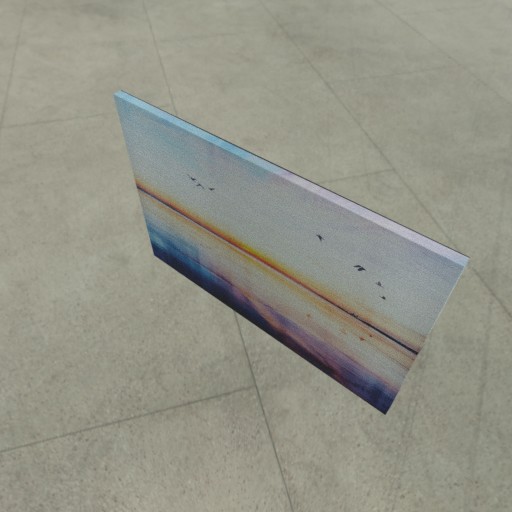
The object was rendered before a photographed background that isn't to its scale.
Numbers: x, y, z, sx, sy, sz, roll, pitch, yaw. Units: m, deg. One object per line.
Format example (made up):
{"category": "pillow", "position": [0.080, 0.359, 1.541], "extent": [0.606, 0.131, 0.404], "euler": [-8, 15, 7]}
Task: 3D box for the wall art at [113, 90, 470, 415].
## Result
{"category": "wall art", "position": [0.000, 0.000, 0.768], "extent": [0.604, 0.402, 0.018], "euler": [31, 55, 25]}
